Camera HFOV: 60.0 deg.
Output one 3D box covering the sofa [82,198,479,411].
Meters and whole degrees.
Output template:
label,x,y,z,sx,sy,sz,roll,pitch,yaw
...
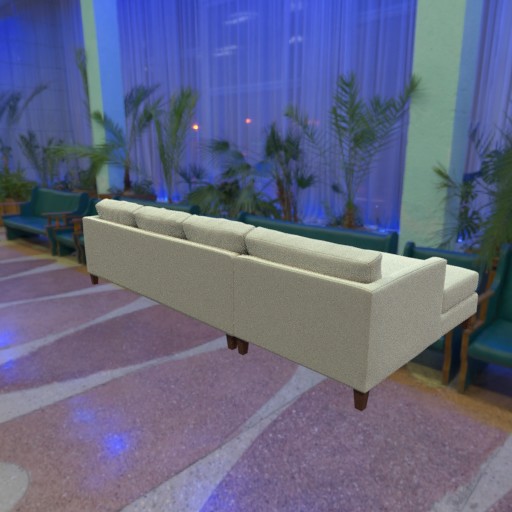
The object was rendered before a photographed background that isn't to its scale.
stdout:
label,x,y,z,sx,sy,sz,roll,pitch,yaw
sofa,0.000,0.000,3.857,3.186,0.861,1.625,14,20,43
